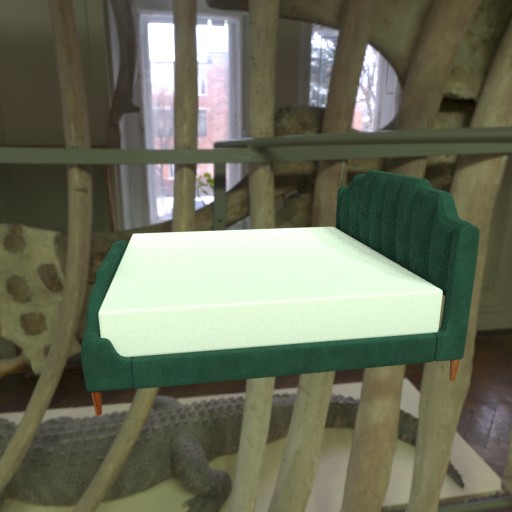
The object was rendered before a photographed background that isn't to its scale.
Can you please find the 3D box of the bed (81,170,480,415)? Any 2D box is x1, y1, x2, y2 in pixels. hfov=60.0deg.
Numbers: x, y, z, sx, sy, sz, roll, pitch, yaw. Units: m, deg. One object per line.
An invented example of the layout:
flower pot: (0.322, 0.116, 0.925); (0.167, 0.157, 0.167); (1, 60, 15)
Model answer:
bed: (0.000, 0.000, 3.496); (2.340, 1.245, 2.074); (-3, 16, -9)
